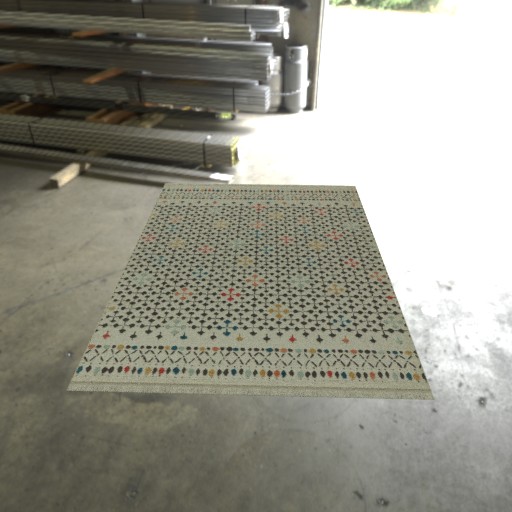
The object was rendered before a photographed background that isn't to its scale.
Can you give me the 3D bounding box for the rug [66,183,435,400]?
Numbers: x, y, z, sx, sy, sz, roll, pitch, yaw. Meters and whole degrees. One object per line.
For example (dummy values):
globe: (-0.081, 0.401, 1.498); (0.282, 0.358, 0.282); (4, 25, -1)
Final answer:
rug: (0.000, 0.000, 4.157); (2.354, 0.007, 3.196); (1, 34, 1)
